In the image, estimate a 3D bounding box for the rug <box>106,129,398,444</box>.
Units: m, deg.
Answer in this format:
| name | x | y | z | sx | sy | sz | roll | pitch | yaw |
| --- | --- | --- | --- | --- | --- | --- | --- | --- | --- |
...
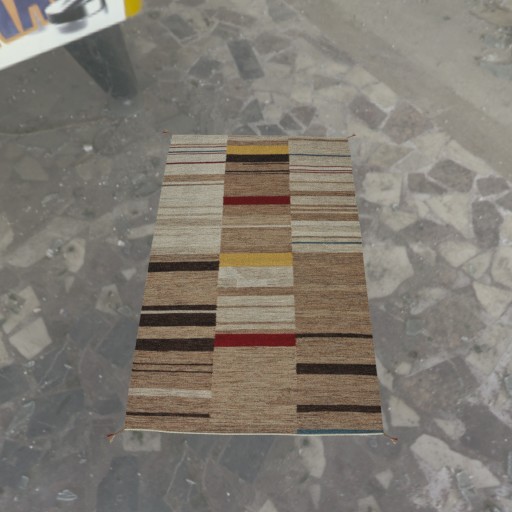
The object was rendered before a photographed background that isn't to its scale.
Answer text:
| name | x | y | z | sx | sy | sz | roll | pitch | yaw |
| --- | --- | --- | --- | --- | --- | --- | --- | --- | --- |
| rug | 0.000 | 0.000 | 2.400 | 1.268 | 0.007 | 1.918 | 1 | 59 | 1 |
